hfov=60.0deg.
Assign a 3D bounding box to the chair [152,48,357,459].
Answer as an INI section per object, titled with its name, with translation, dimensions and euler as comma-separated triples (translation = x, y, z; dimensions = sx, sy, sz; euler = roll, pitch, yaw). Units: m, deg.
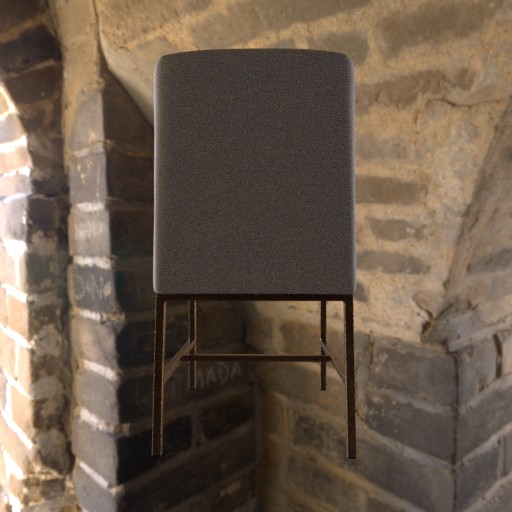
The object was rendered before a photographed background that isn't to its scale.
[chair]
translation = 0.000, 0.000, 1.271
dimensions = 0.503, 0.933, 0.597
euler = 0, 0, 1
